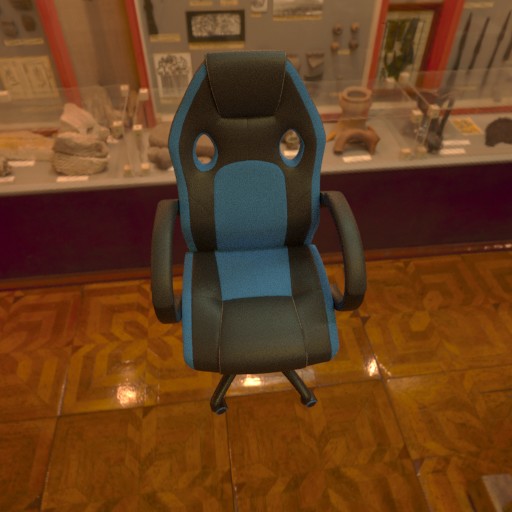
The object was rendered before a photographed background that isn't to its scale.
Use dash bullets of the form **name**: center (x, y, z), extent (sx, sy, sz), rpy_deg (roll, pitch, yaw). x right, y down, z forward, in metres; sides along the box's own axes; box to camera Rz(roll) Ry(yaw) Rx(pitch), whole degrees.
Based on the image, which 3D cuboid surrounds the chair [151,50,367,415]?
- **chair**: center (0.000, 0.000, 1.583), extent (0.673, 1.187, 0.724), rpy_deg (-4, 45, -4)
